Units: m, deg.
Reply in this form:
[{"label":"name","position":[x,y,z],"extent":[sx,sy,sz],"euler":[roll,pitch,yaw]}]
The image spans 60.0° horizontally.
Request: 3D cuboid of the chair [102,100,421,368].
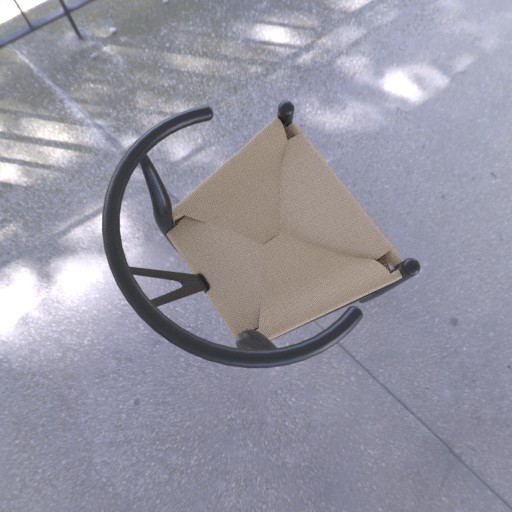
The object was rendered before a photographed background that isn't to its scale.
[{"label":"chair","position":[0.000,0.000,1.166],"extent":[0.570,0.739,0.570],"euler":[-33,78,-8]}]
